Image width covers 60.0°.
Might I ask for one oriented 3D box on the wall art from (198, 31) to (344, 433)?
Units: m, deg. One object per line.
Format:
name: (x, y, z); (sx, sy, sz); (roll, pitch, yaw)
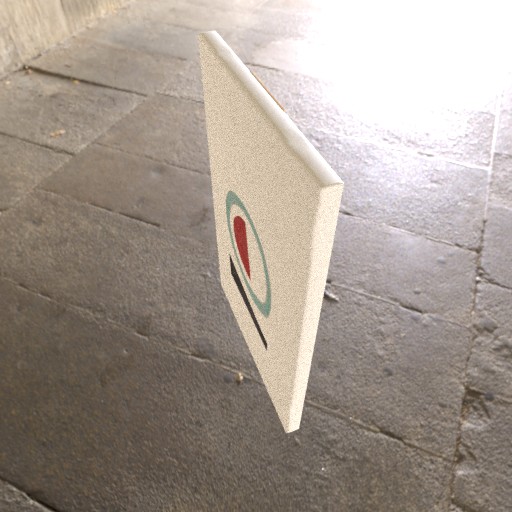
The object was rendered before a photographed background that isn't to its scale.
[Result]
wall art: (0.000, 0.000, 1.150); (0.048, 0.902, 0.602); (-16, 49, -14)
